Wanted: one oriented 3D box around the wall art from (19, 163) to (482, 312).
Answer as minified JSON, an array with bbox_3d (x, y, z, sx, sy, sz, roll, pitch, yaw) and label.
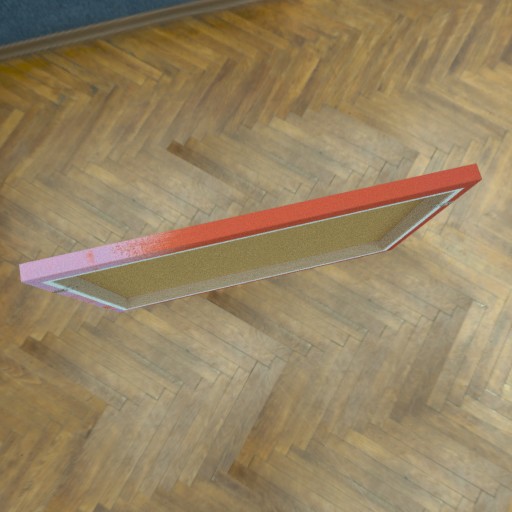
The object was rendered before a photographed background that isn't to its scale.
[{"bbox_3d":[0.000,0.000,1.151,0.913,0.609,0.040,-13,78,-3],"label":"wall art"}]
